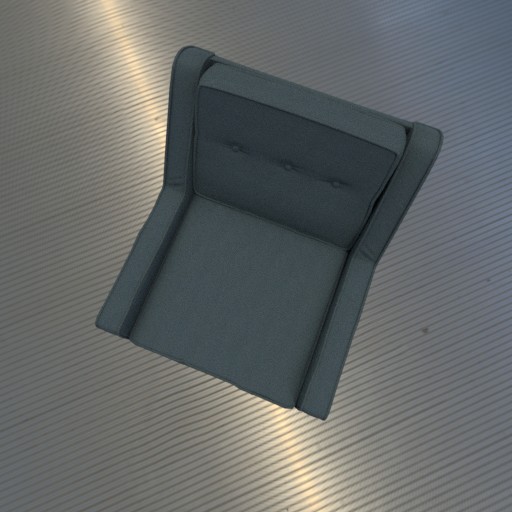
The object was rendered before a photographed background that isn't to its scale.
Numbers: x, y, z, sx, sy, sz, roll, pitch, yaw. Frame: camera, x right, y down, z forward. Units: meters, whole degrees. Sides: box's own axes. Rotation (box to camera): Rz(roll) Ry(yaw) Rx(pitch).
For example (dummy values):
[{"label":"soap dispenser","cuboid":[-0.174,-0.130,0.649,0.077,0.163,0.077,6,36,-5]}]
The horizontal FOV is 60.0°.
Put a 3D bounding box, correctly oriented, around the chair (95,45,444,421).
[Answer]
[{"label":"chair","cuboid":[0.000,0.000,1.298,0.663,0.780,0.733,21,77,5]}]
